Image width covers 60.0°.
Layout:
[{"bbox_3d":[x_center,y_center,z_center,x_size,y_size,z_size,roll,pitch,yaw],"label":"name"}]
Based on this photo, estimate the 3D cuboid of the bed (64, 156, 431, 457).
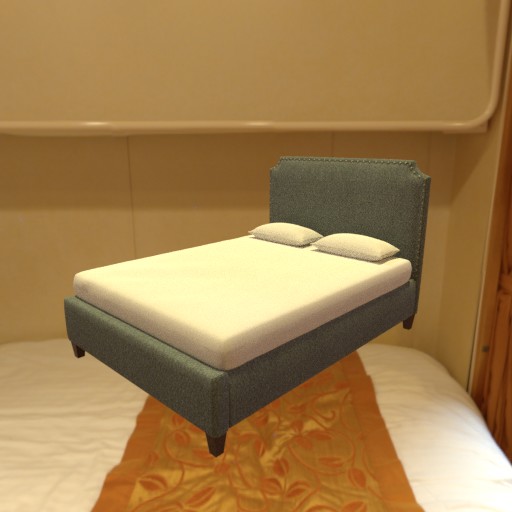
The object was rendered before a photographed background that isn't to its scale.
[{"bbox_3d":[0.000,0.000,3.466,1.712,1.443,2.372,13,20,42],"label":"bed"}]
